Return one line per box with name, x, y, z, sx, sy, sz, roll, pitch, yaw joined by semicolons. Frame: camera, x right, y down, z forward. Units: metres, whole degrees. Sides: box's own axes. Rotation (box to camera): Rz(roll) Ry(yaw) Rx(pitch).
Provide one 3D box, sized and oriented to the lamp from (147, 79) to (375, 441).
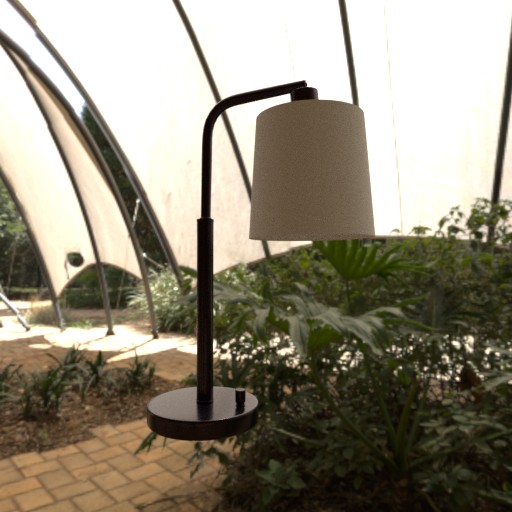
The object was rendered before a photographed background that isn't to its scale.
lamp;0.000;0.000;0.637;0.333;0.489;0.171;0;-1;20
